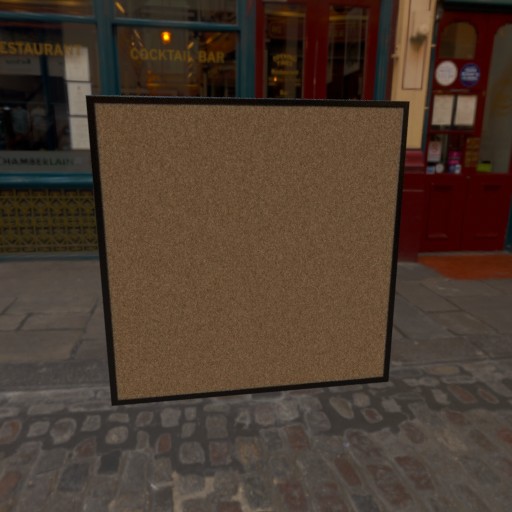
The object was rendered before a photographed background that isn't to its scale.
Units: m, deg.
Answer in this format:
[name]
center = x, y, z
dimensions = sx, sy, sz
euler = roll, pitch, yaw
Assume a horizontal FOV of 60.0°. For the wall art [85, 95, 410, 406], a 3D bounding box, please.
[wall art]
center = 0.000, 0.000, 0.520
dimensions = 0.349, 0.349, 0.014
euler = -2, 13, -9
